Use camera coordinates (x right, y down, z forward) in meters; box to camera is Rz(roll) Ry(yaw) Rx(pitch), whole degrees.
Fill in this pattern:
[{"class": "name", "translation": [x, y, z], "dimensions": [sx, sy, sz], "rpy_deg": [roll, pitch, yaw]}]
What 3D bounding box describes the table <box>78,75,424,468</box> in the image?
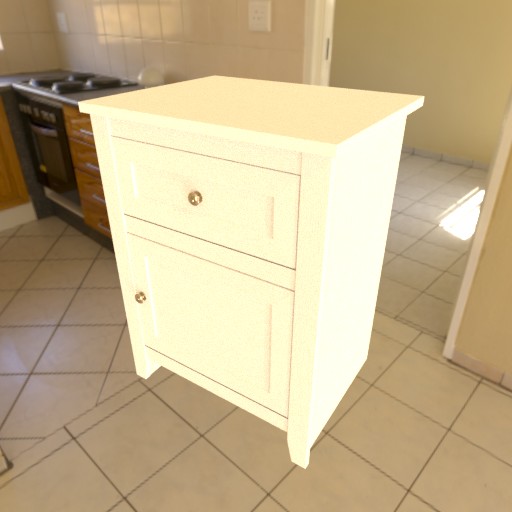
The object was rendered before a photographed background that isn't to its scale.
[{"class": "table", "translation": [0.000, 0.000, 0.936], "dimensions": [0.480, 0.635, 0.381], "rpy_deg": [18, 34, 28]}]
